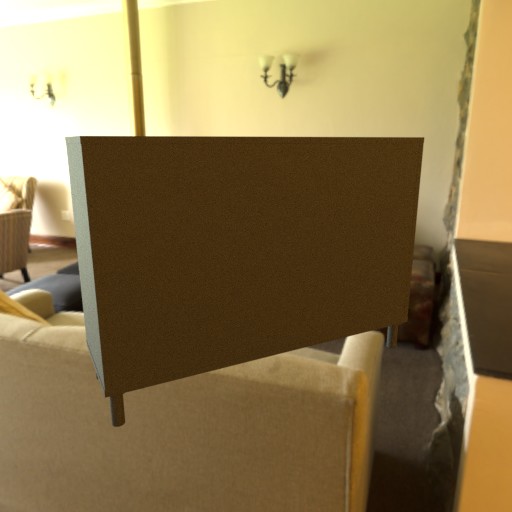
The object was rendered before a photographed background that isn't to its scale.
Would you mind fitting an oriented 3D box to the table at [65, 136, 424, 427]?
[{"bbox_3d":[0.000,0.000,1.651,1.200,0.855,0.400,-8,16,-27],"label":"table"}]
